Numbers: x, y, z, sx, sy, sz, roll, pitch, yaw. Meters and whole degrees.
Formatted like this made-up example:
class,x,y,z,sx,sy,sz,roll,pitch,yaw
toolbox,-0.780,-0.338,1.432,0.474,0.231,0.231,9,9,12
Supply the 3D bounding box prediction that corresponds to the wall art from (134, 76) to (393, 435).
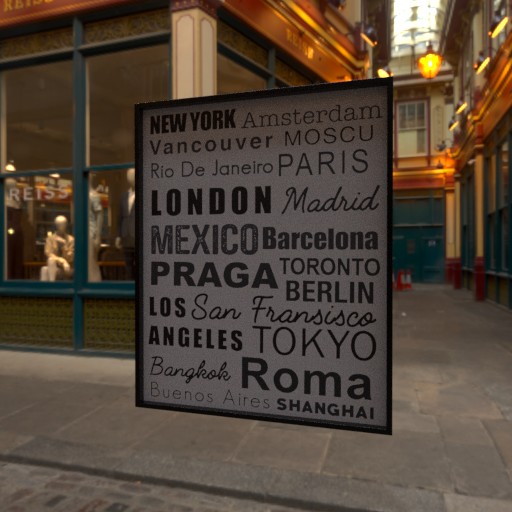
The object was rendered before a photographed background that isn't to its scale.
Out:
class,x,y,z,sx,sy,sz,roll,pitch,yaw
wall art,0.000,0.000,0.760,0.448,0.551,0.038,0,1,16
